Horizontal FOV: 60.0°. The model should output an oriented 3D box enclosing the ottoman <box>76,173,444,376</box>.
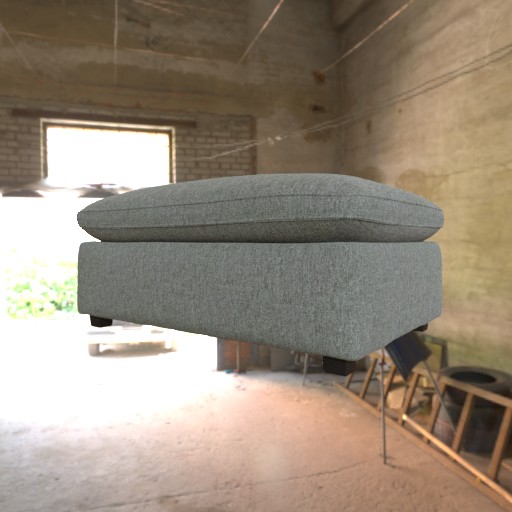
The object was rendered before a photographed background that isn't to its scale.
[{"bbox_3d":[0.000,0.000,1.378,0.977,0.451,0.694,2,3,36],"label":"ottoman"}]
